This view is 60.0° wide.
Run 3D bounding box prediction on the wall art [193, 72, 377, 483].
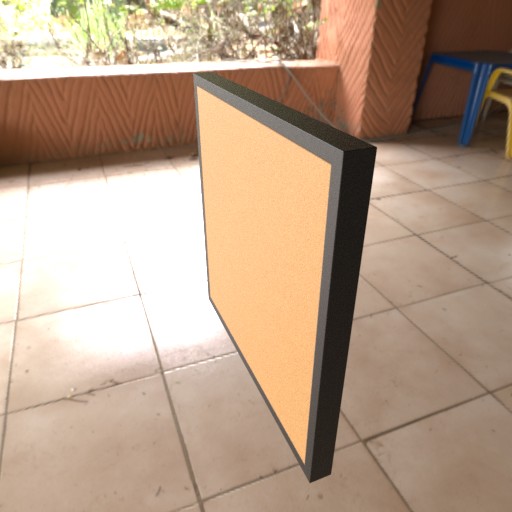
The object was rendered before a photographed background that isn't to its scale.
[{"bbox_3d":[0.000,0.000,0.741,0.037,0.506,0.506,-12,33,-19],"label":"wall art"}]
